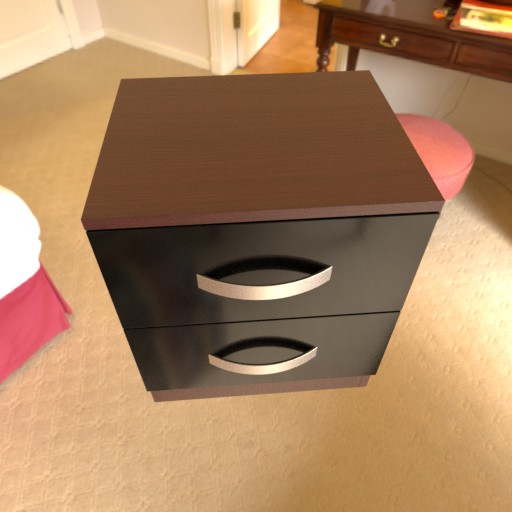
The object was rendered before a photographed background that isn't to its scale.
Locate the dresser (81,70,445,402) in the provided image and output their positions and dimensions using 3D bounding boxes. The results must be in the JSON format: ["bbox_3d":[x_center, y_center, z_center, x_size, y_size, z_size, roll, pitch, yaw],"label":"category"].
[{"bbox_3d":[0.000,0.000,0.760,0.400,0.470,0.360,-3,47,-3],"label":"dresser"}]
